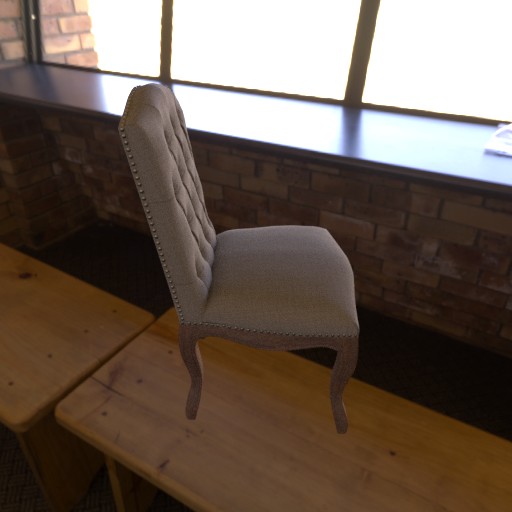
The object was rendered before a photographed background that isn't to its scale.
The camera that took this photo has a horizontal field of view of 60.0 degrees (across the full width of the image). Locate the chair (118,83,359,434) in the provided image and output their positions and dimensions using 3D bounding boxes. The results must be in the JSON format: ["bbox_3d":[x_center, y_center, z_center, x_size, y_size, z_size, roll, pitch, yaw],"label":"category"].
[{"bbox_3d":[0.000,0.000,1.615,0.731,1.191,0.637,0,32,-1],"label":"chair"}]
